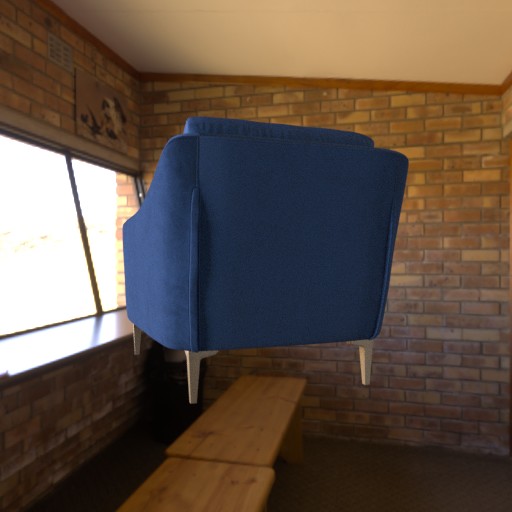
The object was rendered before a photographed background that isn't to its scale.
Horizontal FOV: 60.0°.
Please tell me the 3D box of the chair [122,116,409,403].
[{"bbox_3d":[0.000,0.000,1.753,0.987,0.899,0.961,0,0,-18],"label":"chair"}]
